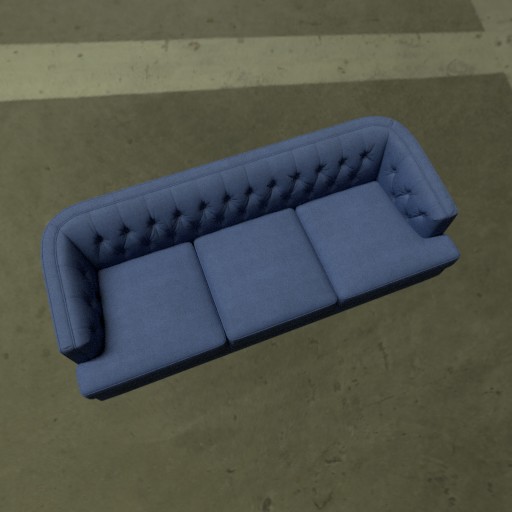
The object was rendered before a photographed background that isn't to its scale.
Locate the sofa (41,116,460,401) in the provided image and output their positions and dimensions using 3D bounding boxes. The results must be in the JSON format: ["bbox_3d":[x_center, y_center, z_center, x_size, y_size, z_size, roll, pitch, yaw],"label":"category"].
[{"bbox_3d":[0.000,0.000,2.634,2.235,0.787,0.914,-19,65,-9],"label":"sofa"}]
